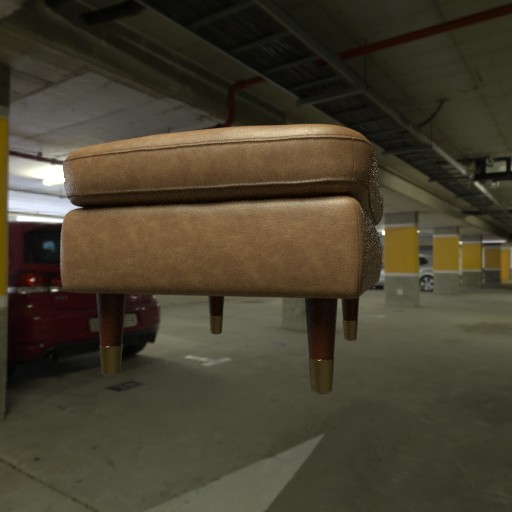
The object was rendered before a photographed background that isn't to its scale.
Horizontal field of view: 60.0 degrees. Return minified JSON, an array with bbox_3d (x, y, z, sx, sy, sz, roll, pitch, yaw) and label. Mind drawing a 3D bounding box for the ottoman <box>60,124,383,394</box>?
[{"bbox_3d":[0.000,0.000,1.087,0.593,0.478,0.747,0,-1,17],"label":"ottoman"}]
